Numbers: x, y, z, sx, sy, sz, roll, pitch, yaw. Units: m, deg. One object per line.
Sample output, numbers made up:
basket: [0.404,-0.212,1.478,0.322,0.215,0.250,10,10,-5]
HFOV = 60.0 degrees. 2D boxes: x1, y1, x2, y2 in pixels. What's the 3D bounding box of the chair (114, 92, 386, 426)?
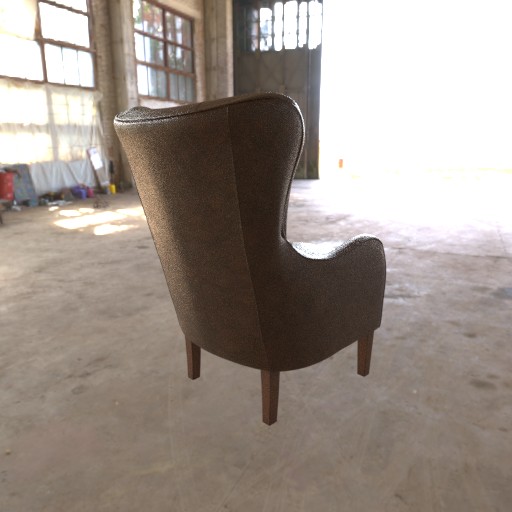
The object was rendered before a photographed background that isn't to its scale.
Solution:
chair: [0.000,0.000,1.627,0.914,1.048,0.692,-14,19,-43]
